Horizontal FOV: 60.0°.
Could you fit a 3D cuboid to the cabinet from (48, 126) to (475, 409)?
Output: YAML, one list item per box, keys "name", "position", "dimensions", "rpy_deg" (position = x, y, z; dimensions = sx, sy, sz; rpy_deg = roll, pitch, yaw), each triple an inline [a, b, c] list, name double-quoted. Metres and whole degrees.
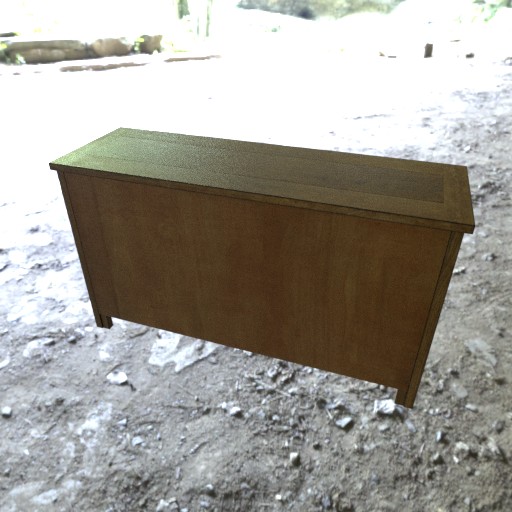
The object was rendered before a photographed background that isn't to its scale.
- name: "cabinet"
  position: [0.000, 0.000, 1.861]
  dimensions: [1.474, 0.813, 0.480]
  rpy_deg: [11, 35, 16]
